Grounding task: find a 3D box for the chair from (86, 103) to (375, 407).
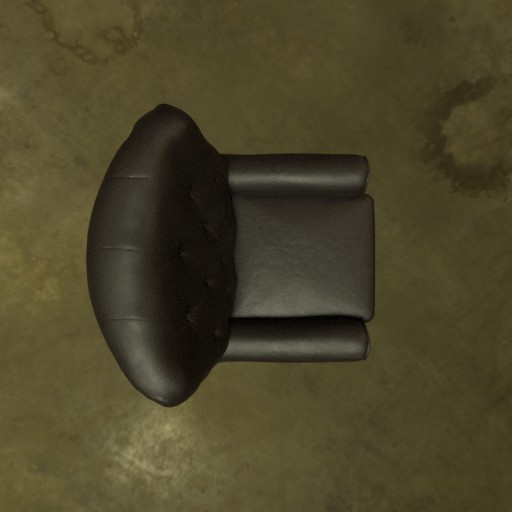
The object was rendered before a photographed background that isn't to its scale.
[{"bbox_3d":[0.000,0.000,1.879,1.058,1.158,0.948,0,90,0],"label":"chair"}]
